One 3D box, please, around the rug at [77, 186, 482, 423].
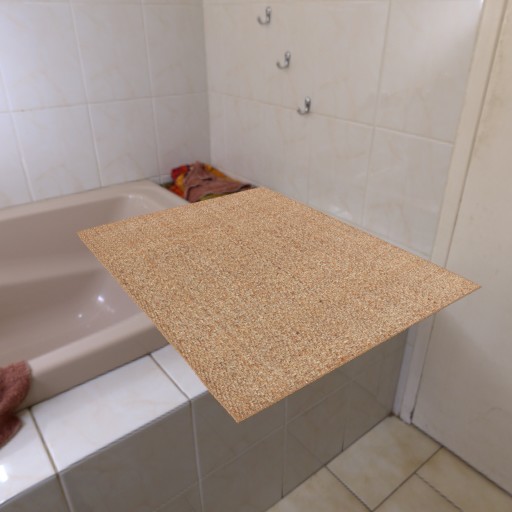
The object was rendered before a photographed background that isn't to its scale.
[{"bbox_3d":[0.000,0.000,4.129,2.439,0.013,3.048,-19,33,-31],"label":"rug"}]
